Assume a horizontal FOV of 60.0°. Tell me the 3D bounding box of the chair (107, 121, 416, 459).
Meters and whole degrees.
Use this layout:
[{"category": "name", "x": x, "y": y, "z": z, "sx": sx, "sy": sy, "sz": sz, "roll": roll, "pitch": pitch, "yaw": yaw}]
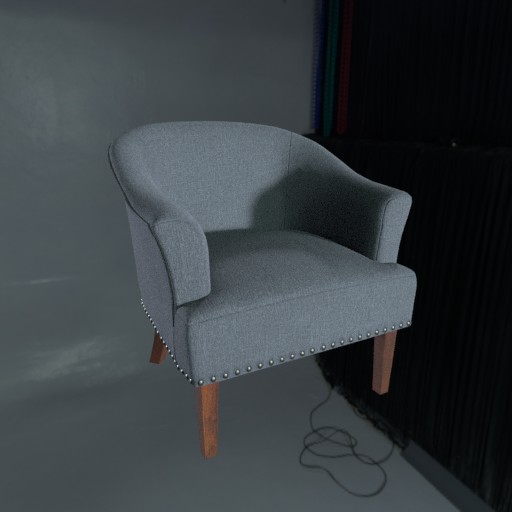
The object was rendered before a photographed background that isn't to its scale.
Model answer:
[{"category": "chair", "x": 0.000, "y": 0.000, "z": 1.400, "sx": 0.798, "sy": 0.815, "sz": 0.704, "roll": -9, "pitch": 19, "yaw": -27}]
